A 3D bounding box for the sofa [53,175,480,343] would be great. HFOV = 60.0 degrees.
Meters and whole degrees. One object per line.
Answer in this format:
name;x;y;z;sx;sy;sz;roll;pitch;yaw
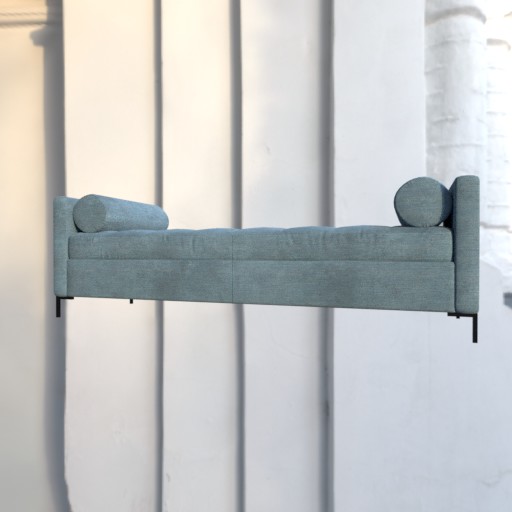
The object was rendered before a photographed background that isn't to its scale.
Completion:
sofa;0.000;0.000;2.273;1.981;0.635;0.686;0;1;19
